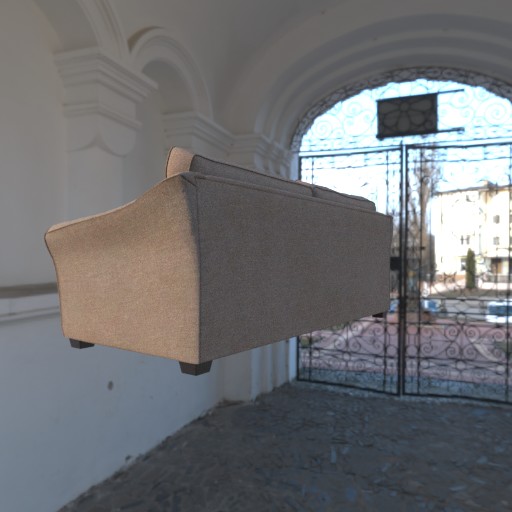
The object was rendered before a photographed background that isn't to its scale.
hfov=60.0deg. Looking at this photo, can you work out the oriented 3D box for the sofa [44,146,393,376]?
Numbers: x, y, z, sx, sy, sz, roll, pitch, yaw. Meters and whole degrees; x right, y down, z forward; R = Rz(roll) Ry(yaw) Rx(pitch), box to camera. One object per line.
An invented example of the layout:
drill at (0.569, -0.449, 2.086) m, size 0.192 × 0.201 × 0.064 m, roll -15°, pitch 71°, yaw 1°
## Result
sofa at (0.000, 0.000, 2.755) m, size 0.986 × 0.906 × 2.270 m, roll 0°, pitch 0°, yaw 36°
